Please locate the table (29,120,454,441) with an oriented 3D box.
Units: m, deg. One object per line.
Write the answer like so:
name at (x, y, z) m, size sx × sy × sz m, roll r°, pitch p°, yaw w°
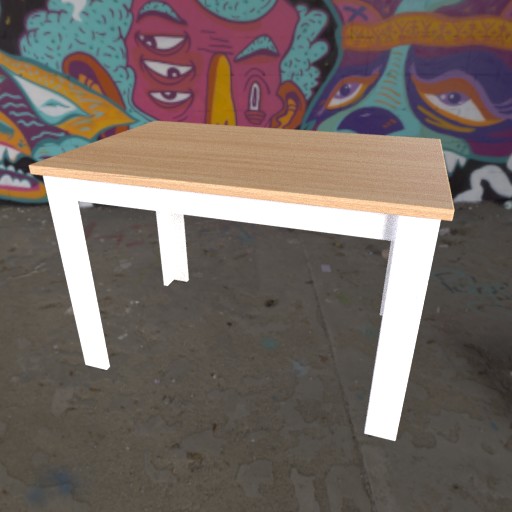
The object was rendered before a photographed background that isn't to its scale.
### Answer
table at (0.000, 0.000, 1.541) m, size 1.100 × 0.734 × 0.700 m, roll 8°, pitch 28°, yaw 16°
